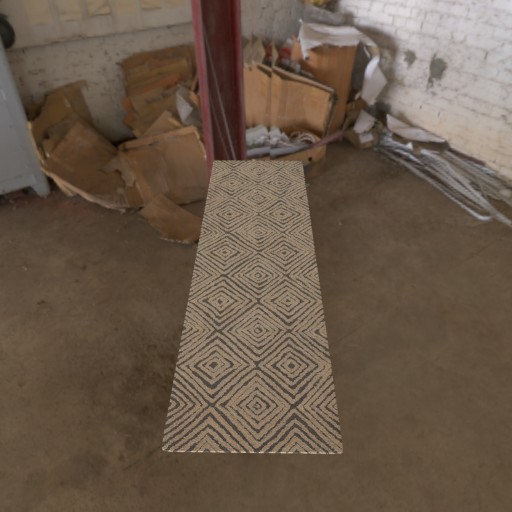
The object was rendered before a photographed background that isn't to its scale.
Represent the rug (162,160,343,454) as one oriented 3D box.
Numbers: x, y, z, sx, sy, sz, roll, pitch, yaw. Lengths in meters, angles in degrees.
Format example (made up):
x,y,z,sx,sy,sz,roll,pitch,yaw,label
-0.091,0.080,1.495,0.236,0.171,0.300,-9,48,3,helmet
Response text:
x,y,z,sx,sy,sz,roll,pitch,yaw,label
0.000,0.000,2.517,0.676,0.008,2.277,0,40,1,rug
